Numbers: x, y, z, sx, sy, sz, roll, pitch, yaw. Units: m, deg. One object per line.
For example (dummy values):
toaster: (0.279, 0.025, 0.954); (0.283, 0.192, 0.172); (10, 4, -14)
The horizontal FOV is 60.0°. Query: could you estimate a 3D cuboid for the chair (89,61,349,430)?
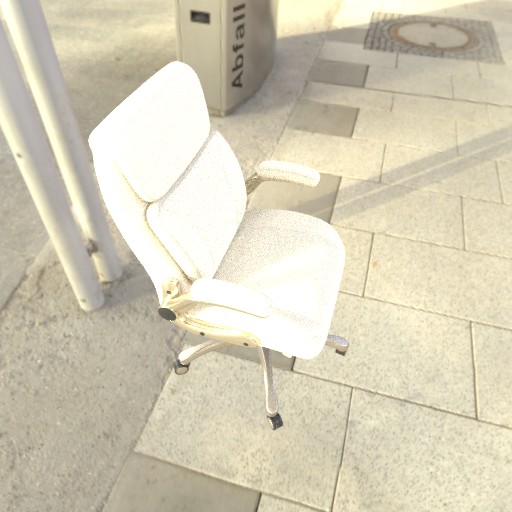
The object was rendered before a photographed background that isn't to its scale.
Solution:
chair: (0.000, 0.000, 1.577); (0.794, 1.110, 0.740); (10, 46, 10)
